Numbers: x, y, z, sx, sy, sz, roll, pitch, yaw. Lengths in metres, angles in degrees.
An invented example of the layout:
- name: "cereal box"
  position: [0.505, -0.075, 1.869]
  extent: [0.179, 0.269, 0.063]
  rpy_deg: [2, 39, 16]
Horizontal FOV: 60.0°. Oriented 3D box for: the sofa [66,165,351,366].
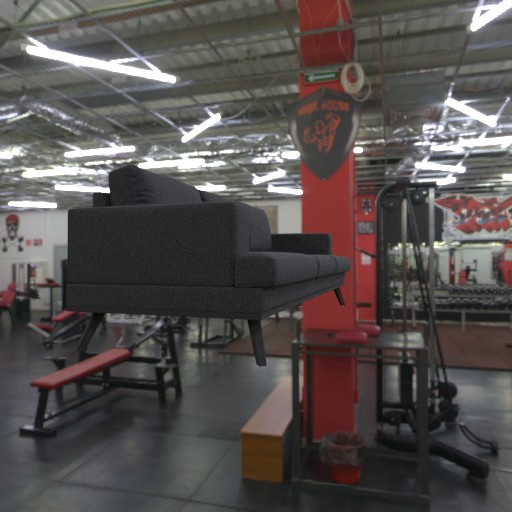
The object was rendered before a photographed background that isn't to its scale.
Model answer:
- name: "sofa"
  position: [0.000, 0.000, 2.790]
  extent: [0.920, 0.810, 2.310]
  rpy_deg: [0, 0, 19]
